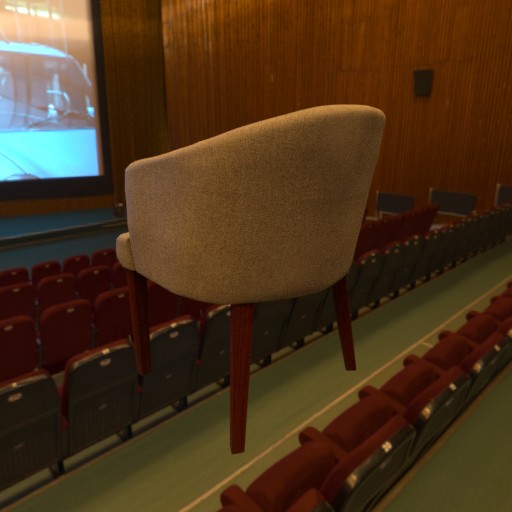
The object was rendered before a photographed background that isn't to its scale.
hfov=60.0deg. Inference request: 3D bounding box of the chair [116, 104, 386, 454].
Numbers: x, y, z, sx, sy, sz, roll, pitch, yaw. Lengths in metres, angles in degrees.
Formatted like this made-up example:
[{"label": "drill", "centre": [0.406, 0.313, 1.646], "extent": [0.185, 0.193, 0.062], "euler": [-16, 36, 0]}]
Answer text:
[{"label": "chair", "centre": [0.000, 0.000, 1.273], "extent": [0.655, 0.811, 0.583], "euler": [16, 23, 42]}]
